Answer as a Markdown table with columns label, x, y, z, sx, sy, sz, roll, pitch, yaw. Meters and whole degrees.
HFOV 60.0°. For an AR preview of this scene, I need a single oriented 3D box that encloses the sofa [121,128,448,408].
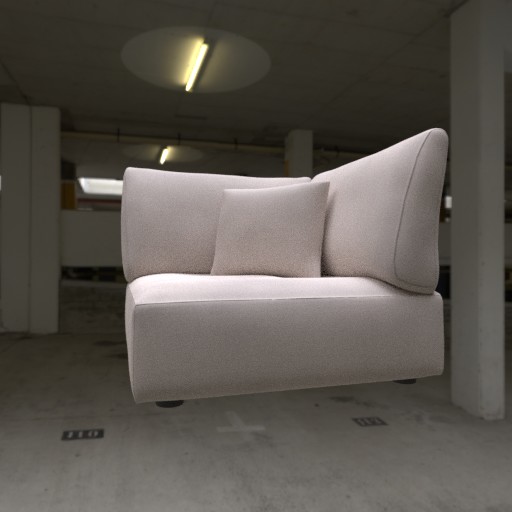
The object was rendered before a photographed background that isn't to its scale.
| label | x | y | z | sx | sy | sz | roll | pitch | yaw |
| --- | --- | --- | --- | --- | --- | --- | --- | --- | --- |
| sofa | 0.000 | 0.000 | 1.722 | 1.000 | 0.820 | 1.000 | 0 | 0 | -17 |
